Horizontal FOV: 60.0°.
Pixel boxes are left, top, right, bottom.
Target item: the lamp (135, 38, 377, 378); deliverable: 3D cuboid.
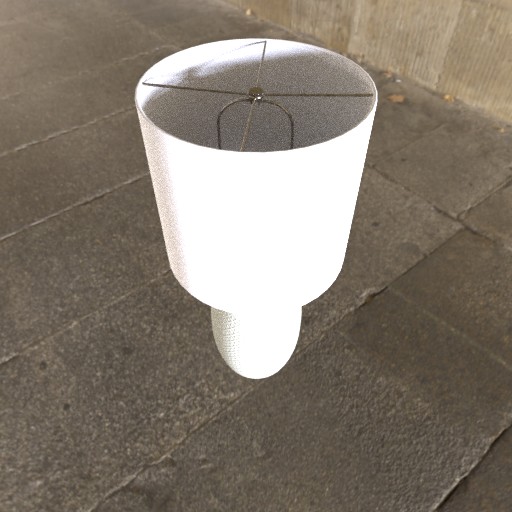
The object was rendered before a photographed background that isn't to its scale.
[{"bbox_3d":[0.000,0.000,0.567,0.217,0.453,0.217,4,47,4],"label":"lamp"}]
